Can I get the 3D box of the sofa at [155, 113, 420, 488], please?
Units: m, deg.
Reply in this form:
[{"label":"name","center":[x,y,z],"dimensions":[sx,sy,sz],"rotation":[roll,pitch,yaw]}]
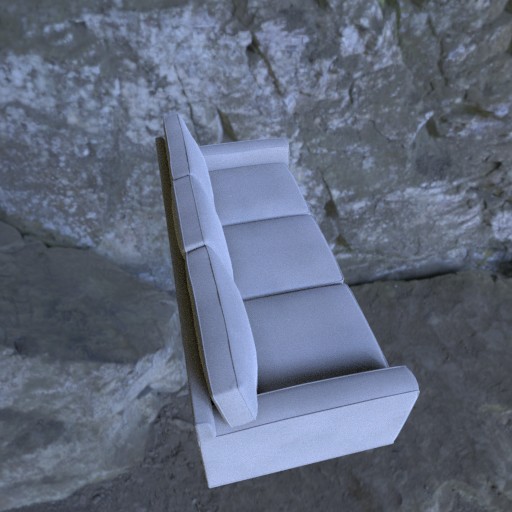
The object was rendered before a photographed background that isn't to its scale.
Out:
[{"label":"sofa","center":[0.000,0.000,2.550],"dimensions":[0.935,0.862,2.088],"rotation":[-9,46,-9]}]
